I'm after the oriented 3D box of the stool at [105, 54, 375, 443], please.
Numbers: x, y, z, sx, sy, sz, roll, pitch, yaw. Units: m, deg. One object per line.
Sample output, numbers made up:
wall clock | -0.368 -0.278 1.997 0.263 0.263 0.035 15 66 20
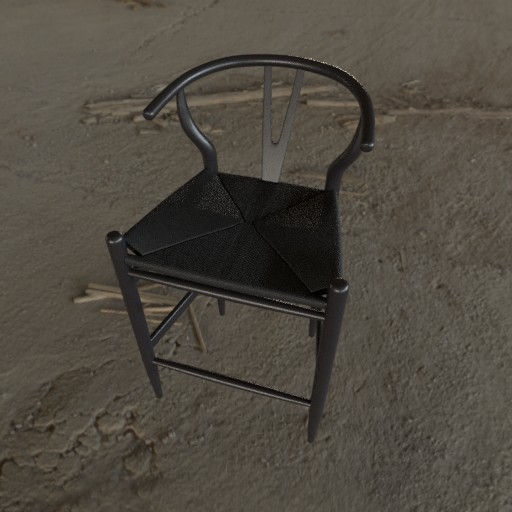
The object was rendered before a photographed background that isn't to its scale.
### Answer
stool | 0.000 0.000 1.318 0.569 0.970 0.579 12 44 12
